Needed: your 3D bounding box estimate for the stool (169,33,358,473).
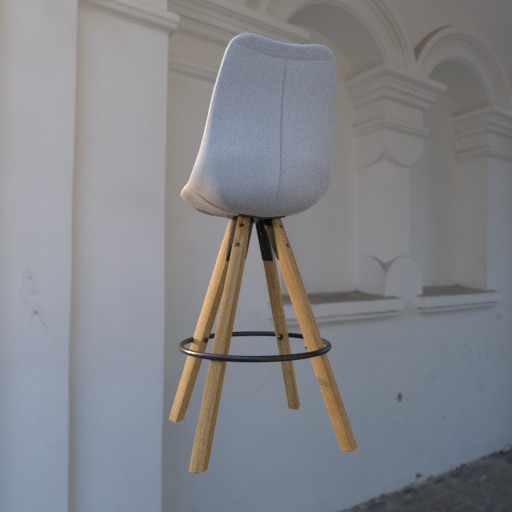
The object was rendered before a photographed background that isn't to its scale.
[{"bbox_3d":[0.000,0.000,1.391,0.484,1.115,0.550,0,-2,-18],"label":"stool"}]
